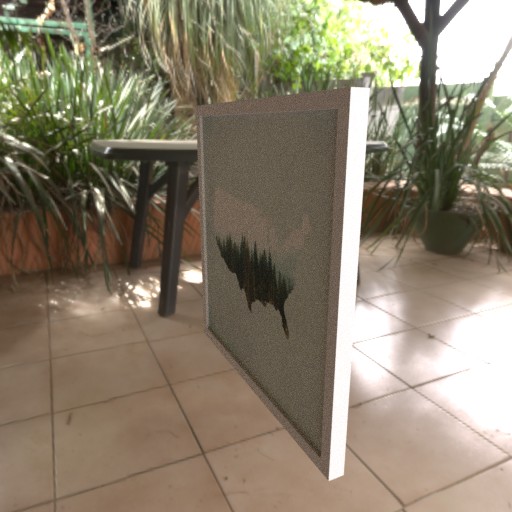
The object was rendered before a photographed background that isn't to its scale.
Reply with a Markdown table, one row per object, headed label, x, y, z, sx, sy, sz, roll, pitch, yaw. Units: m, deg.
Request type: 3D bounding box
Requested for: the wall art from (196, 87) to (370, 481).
| label | x | y | z | sx | sy | sz | roll | pitch | yaw |
| --- | --- | --- | --- | --- | --- | --- | --- | --- | --- |
| wall art | 0.000 | 0.000 | 1.143 | 0.038 | 0.762 | 0.762 | -8 | 18 | -25 |
